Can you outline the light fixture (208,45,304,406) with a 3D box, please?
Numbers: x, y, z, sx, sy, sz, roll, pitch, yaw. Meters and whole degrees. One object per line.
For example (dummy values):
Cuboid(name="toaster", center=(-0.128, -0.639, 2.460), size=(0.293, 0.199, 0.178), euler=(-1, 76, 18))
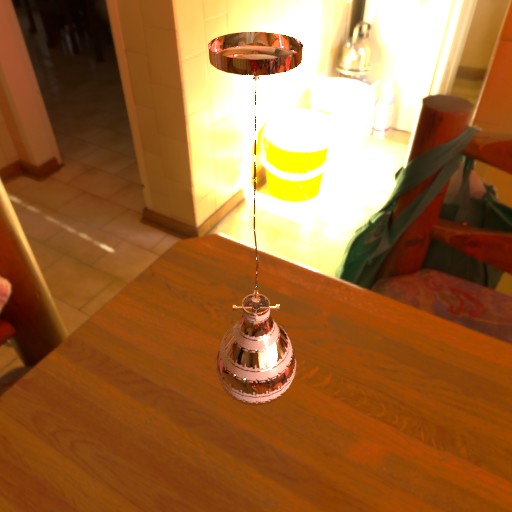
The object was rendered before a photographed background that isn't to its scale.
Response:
Cuboid(name="light fixture", center=(0.000, 0.000, 1.630), size=(0.374, 1.457, 0.374), euler=(0, 41, 0))
